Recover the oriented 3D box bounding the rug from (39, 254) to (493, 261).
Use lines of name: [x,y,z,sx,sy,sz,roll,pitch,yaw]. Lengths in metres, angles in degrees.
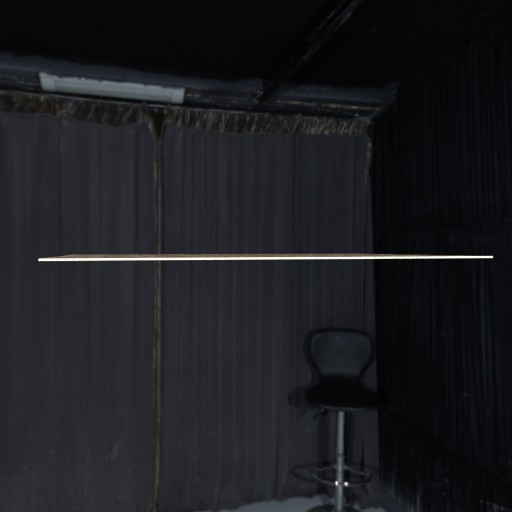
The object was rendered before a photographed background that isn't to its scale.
rug: [0.000,0.000,2.825,2.284,0.008,1.522,0,1,-17]
